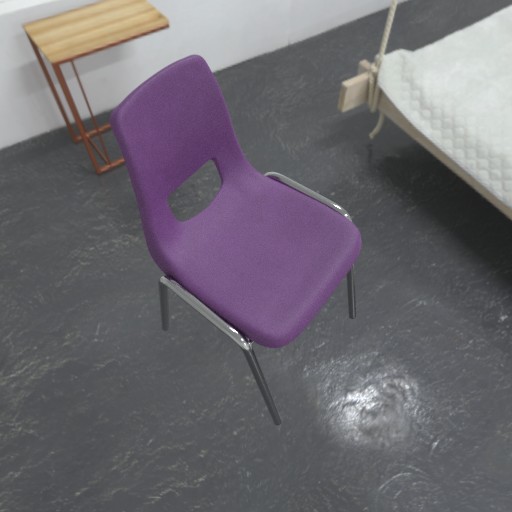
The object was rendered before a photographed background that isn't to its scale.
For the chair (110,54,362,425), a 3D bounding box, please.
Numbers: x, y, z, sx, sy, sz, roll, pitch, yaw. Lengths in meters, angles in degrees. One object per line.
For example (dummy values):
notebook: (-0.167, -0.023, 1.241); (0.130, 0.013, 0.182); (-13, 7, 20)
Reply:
chair: (0.000, 0.000, 0.954); (0.432, 0.704, 0.381); (33, 63, 19)
